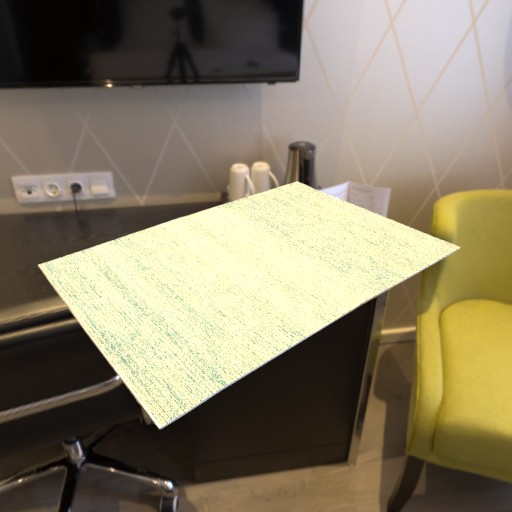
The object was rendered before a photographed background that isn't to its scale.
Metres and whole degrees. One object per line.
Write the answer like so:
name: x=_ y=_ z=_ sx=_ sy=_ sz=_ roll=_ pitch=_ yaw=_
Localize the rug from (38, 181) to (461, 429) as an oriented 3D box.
rug: x=0.000 y=0.000 z=2.917 sx=2.305 sy=0.029 sz=1.593 roll=-23 pitch=38 yaw=-33
